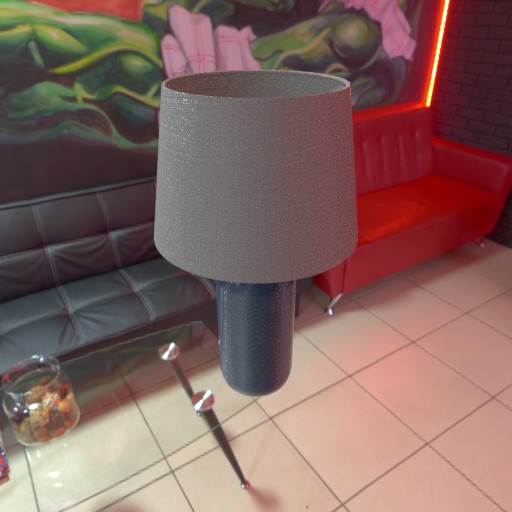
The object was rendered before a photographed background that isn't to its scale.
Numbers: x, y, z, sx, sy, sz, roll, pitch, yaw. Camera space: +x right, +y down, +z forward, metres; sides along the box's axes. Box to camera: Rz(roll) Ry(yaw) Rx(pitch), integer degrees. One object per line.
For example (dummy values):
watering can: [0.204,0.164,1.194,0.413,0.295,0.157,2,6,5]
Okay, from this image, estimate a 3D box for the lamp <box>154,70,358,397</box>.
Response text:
lamp: [0.000,0.000,0.579,0.253,0.428,0.253,0,29,0]
